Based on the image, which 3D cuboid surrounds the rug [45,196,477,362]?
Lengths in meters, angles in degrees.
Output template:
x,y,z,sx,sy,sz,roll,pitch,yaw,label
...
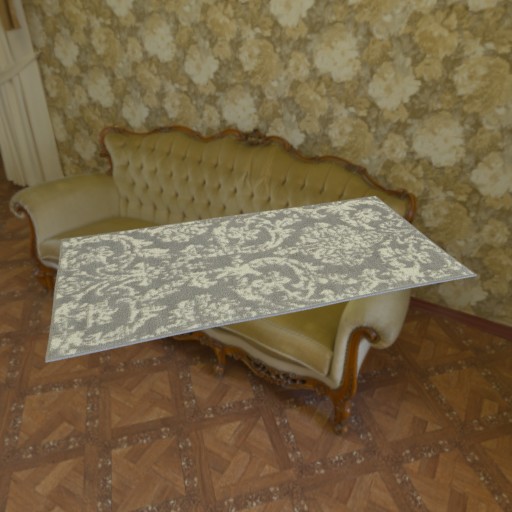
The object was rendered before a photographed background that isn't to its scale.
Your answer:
x,y,z,sx,sy,sz,roll,pitch,yaw,label
0.000,0.000,1.433,1.219,0.007,0.604,-9,33,-14,rug
